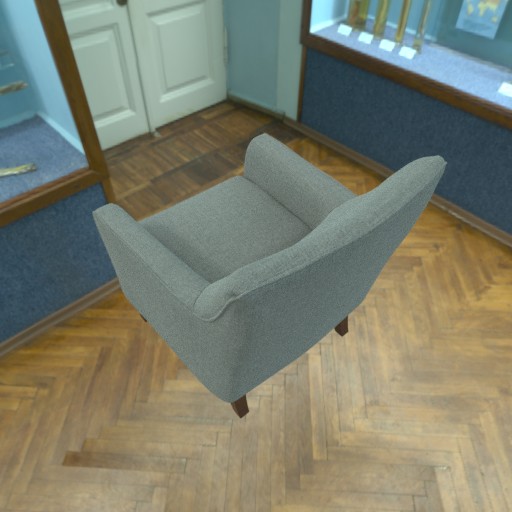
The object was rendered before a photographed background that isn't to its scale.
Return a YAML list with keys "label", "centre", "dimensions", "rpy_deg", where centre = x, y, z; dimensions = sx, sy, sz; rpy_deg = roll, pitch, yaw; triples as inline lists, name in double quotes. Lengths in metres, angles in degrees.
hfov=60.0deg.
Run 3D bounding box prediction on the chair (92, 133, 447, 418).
- label: "chair"
  centre: [0.000, 0.000, 1.796]
  dimensions: [0.887, 1.047, 0.993]
  rpy_deg: [-31, 54, -27]
